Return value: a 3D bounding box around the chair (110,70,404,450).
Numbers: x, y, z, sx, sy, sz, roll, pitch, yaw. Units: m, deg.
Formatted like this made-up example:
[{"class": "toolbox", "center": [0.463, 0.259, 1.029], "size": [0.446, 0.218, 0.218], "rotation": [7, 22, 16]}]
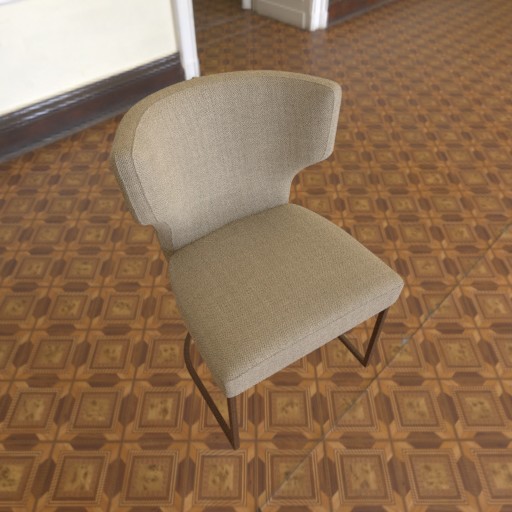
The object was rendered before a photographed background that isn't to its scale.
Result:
[{"class": "chair", "center": [0.000, 0.000, 1.250], "size": [0.611, 0.824, 0.617], "rotation": [-25, 51, -22]}]
